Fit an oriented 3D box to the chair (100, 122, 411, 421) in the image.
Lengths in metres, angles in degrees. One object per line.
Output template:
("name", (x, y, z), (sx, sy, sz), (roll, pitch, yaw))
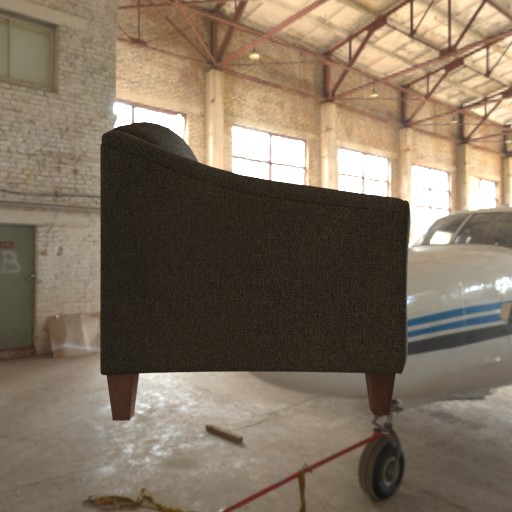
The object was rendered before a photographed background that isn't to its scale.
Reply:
("chair", (0.000, 0.000, 1.465), (0.787, 0.839, 0.763), (0, 0, -1))
